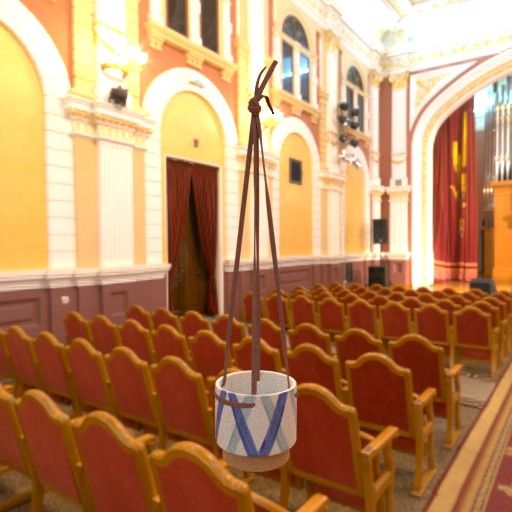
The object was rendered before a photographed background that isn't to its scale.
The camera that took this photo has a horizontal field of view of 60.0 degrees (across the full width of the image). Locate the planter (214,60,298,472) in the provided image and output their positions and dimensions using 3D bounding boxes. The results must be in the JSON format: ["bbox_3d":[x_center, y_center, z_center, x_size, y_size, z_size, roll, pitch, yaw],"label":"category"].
[{"bbox_3d":[0.000,0.000,0.827,0.153,0.753,0.157,1,2,36],"label":"planter"}]
